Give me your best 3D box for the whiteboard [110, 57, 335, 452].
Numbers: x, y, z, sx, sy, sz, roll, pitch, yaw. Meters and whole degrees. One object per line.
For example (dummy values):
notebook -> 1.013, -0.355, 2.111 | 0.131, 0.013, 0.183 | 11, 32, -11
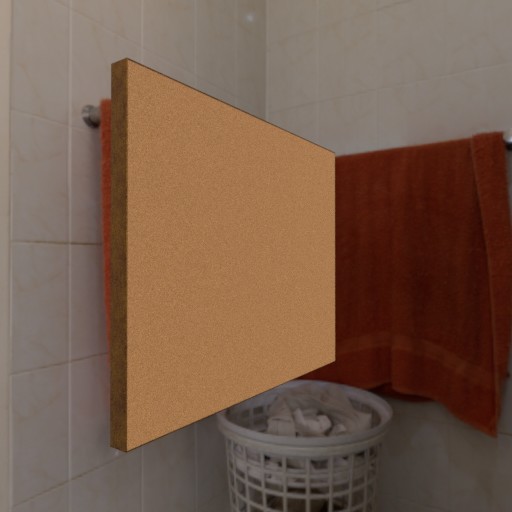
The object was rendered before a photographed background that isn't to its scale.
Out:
whiteboard -> 0.000, 0.000, 0.750 | 0.029, 0.457, 0.561 | 0, -1, 35
